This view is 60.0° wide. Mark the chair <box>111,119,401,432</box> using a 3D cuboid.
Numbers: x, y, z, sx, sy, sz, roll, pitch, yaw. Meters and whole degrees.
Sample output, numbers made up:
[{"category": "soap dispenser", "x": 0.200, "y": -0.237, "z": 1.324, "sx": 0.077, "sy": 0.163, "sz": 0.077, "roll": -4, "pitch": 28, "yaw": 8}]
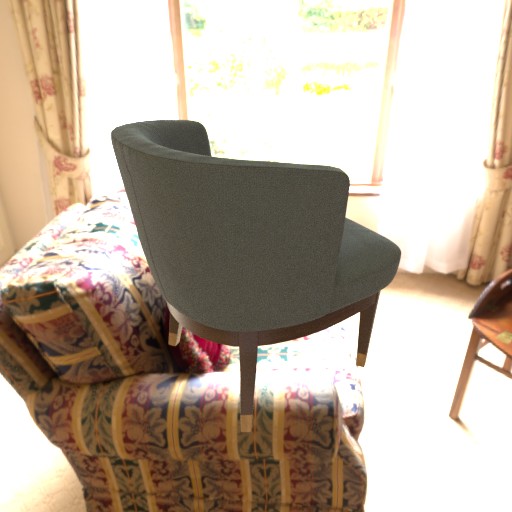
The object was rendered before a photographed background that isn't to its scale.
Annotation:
[{"category": "chair", "x": 0.000, "y": 0.000, "z": 1.297, "sx": 0.702, "sy": 0.760, "sz": 0.661, "roll": -18, "pitch": 33, "yaw": -31}]
